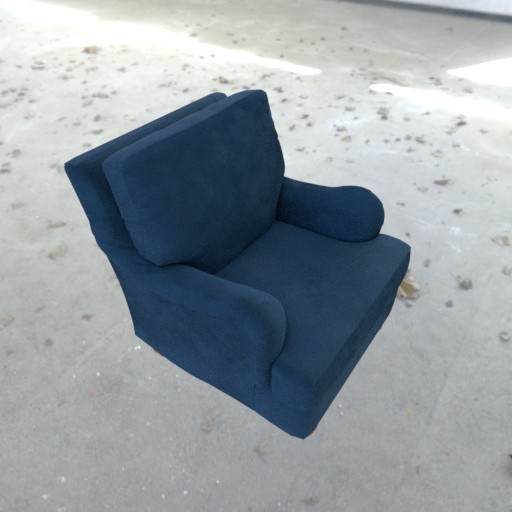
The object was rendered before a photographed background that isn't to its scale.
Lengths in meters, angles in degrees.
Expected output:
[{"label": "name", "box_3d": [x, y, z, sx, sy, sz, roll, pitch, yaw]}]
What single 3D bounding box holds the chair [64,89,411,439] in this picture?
[{"label": "chair", "box_3d": [0.000, 0.000, 1.848, 1.078, 1.076, 0.895, 25, 46, 26]}]
